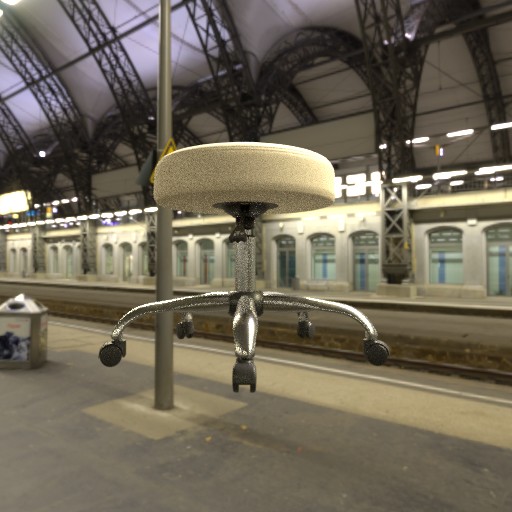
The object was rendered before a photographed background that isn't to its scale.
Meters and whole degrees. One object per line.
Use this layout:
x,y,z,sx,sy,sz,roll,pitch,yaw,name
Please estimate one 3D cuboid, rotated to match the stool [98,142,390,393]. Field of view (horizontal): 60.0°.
0.000,0.000,1.067,0.614,0.482,0.634,0,-1,17,stool
